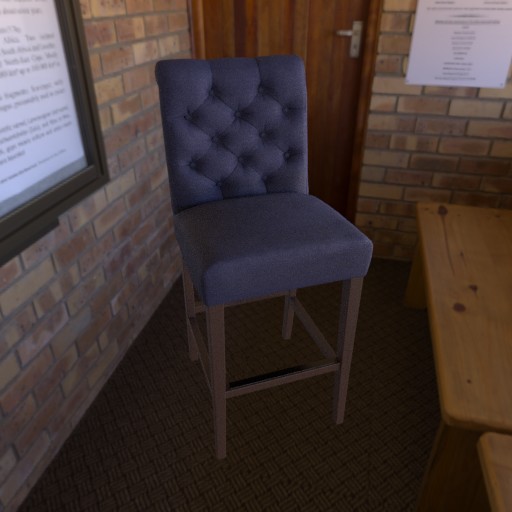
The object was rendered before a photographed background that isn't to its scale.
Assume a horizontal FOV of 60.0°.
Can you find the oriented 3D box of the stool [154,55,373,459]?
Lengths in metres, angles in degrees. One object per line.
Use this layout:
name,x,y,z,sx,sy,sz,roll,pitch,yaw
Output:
stool,0.000,0.000,1.446,0.493,1.140,0.601,-10,32,-16
